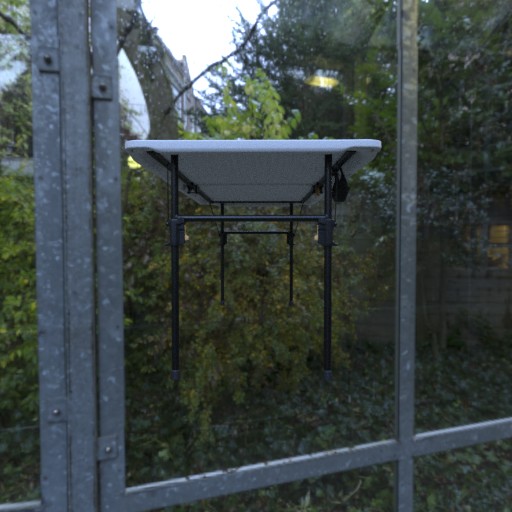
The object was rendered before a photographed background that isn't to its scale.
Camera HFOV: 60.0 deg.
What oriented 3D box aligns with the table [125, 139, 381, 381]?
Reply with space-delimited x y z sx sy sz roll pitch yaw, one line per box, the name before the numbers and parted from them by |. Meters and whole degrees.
table | 0.000 0.000 2.190 0.761 0.719 1.829 0 2 1
